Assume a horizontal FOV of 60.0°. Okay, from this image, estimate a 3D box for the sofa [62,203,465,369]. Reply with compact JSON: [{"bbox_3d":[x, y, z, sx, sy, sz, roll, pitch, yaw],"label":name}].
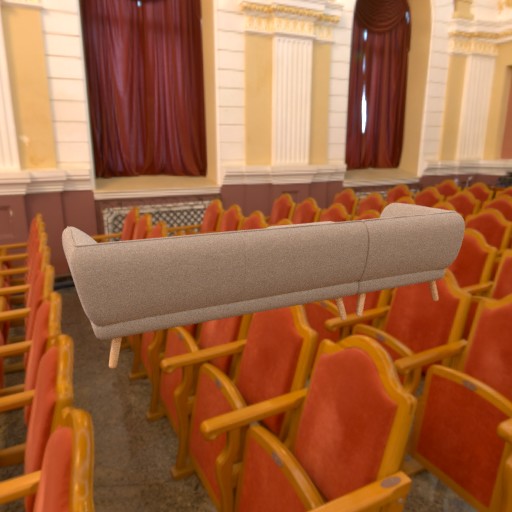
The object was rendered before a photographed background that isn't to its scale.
[{"bbox_3d":[0.000,0.000,3.341,2.653,0.693,1.532,-7,15,-26],"label":"sofa"}]
